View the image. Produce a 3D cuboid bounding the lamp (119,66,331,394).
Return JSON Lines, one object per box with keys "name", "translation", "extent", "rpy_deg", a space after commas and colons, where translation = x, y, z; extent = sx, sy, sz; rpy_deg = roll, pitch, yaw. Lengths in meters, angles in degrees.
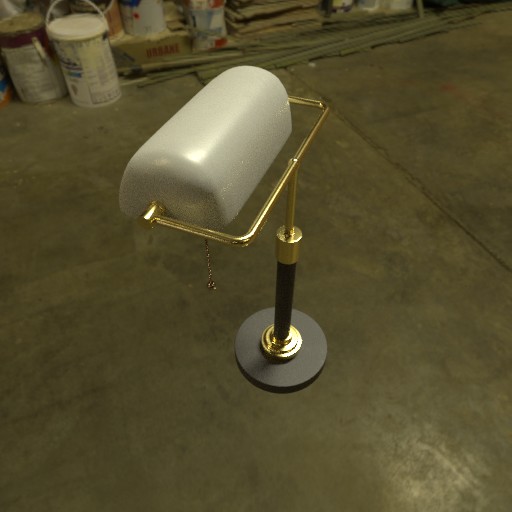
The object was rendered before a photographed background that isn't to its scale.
{"name": "lamp", "translation": [0.000, 0.000, 0.565], "extent": [0.227, 0.404, 0.269], "rpy_deg": [17, 49, 15]}
